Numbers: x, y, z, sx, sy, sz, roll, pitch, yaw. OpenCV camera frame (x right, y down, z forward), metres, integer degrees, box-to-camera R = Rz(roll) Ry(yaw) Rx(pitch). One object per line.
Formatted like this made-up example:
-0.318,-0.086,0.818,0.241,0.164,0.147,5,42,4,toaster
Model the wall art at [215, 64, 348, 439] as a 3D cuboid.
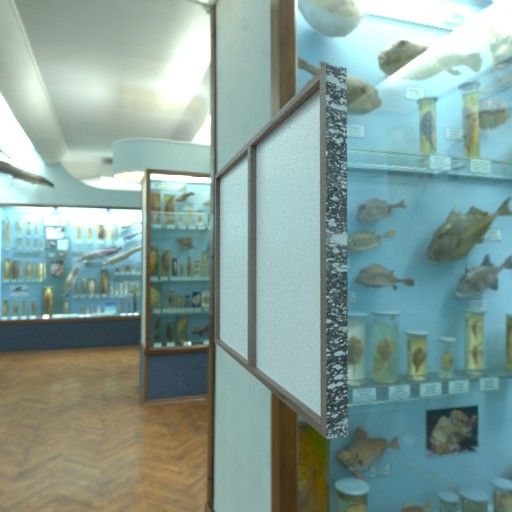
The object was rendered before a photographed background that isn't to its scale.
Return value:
0.000,0.000,1.154,0.038,0.598,0.919,0,-1,-16,wall art
